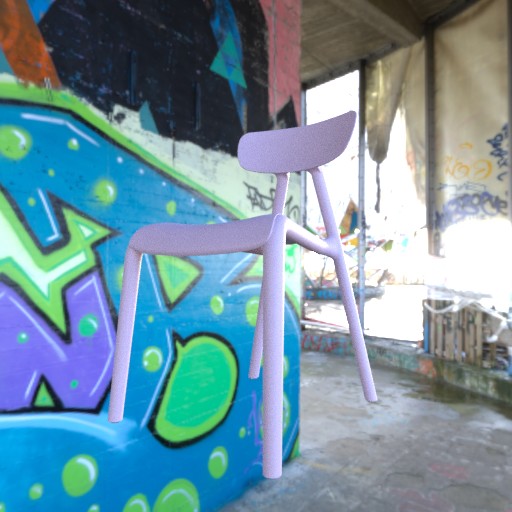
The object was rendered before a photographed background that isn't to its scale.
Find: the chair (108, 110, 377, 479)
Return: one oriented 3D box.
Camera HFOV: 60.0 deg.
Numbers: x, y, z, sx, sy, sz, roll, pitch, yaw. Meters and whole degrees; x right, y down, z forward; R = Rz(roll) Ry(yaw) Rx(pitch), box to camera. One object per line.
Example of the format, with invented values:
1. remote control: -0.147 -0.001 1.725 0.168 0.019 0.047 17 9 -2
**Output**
1. chair: 0.000 0.000 0.830 0.356 0.580 0.401 -1 -1 37
